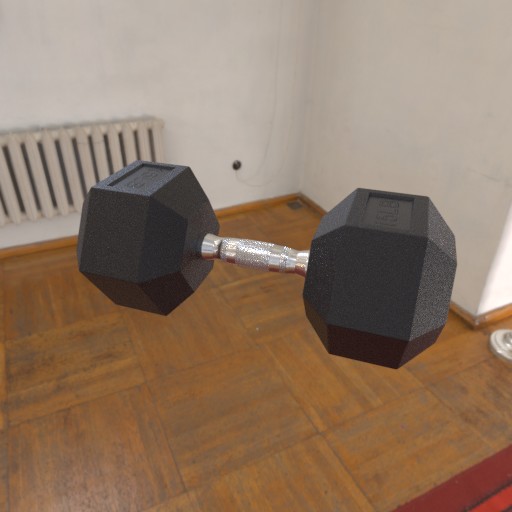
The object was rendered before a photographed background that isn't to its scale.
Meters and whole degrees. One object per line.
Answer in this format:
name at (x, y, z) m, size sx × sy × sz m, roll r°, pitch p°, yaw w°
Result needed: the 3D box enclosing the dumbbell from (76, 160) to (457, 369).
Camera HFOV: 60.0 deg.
dumbbell at (0.000, 0.000, 0.338) m, size 0.271 × 0.106 × 0.122 m, roll 10°, pitch 33°, yaw 16°
